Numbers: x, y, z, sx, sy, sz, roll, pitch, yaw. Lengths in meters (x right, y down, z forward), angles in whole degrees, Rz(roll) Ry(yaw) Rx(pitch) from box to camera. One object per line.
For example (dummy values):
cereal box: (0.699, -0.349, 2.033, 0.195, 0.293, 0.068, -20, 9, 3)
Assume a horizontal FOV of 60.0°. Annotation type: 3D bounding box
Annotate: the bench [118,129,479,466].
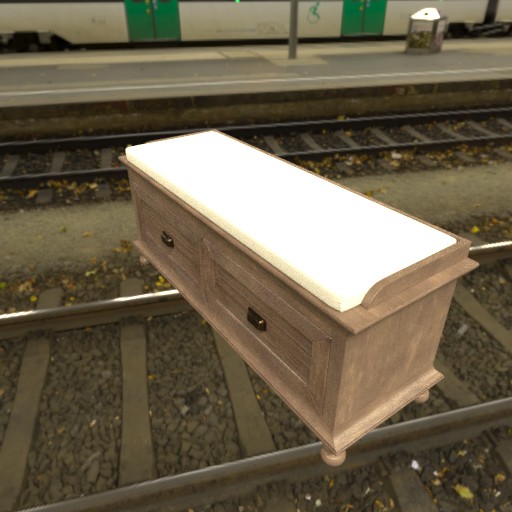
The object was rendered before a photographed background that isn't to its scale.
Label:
bench: (0.000, 0.000, 1.423, 0.402, 0.501, 1.185, -20, 37, -30)
